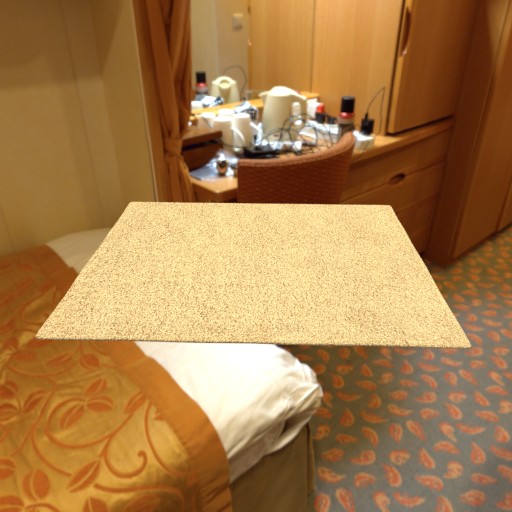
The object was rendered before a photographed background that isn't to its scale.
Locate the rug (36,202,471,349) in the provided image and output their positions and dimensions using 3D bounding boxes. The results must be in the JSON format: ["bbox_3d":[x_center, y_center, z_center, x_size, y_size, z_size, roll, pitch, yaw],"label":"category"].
[{"bbox_3d":[0.000,0.000,4.133,3.047,0.029,2.438,1,30,2],"label":"rug"}]
